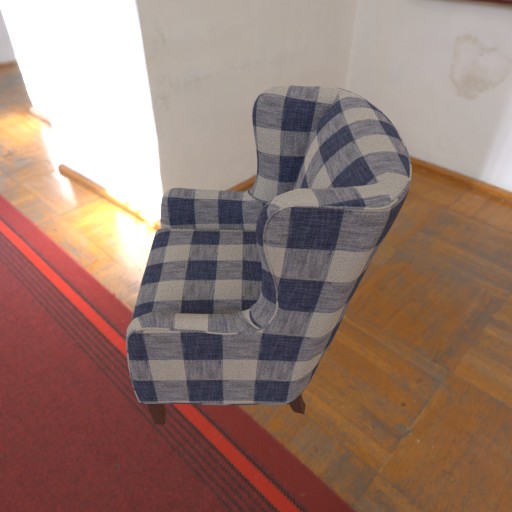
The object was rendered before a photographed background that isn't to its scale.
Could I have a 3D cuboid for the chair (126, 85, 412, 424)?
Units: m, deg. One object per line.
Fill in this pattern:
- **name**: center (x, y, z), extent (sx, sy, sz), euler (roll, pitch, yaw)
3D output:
- **chair**: center (0.000, 0.000, 1.687), extent (0.889, 1.041, 0.830), euler (-1, 40, -1)
